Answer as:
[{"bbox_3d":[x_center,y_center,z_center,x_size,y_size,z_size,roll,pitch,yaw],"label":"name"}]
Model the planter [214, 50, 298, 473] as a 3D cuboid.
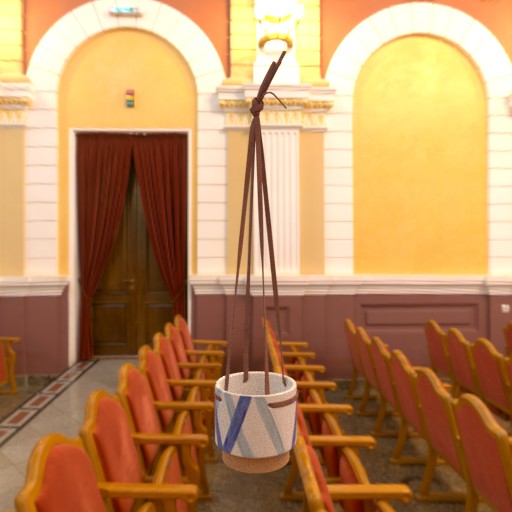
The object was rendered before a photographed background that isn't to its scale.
[{"bbox_3d":[0.000,0.000,0.824,0.157,0.753,0.153,0,1,-1],"label":"planter"}]
